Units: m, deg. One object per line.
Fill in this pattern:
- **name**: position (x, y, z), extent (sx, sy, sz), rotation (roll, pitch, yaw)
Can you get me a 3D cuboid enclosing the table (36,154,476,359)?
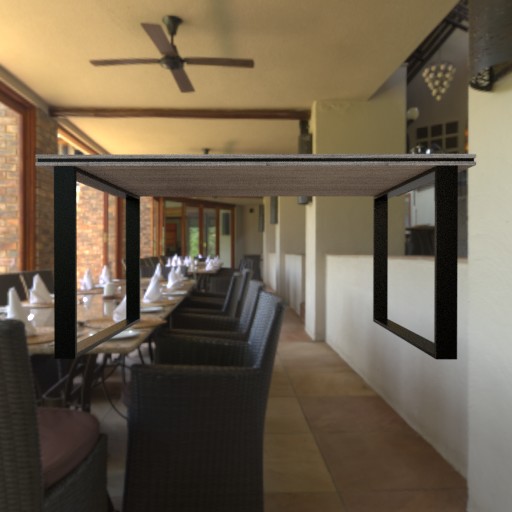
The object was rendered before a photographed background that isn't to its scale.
- **table**: position (0.000, 0.000, 2.031), extent (1.579, 0.736, 0.881), rotation (0, 0, 0)
